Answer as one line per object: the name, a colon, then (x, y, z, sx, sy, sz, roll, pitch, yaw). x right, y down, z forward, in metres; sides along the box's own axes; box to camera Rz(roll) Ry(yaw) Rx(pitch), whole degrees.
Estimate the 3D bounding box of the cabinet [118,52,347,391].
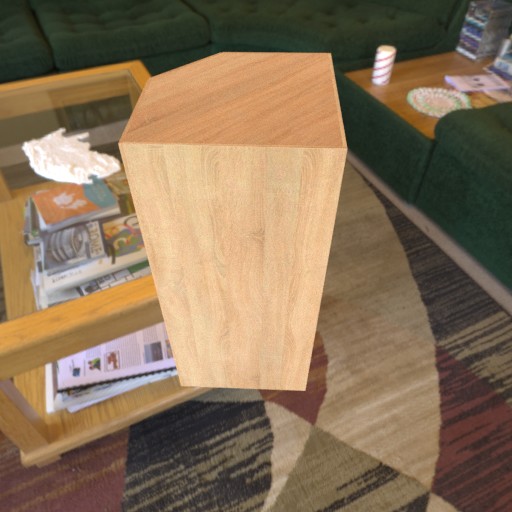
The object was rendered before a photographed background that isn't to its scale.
cabinet: (0.000, 0.000, 2.841, 1.327, 2.120, 1.094, -34, 55, -28)
